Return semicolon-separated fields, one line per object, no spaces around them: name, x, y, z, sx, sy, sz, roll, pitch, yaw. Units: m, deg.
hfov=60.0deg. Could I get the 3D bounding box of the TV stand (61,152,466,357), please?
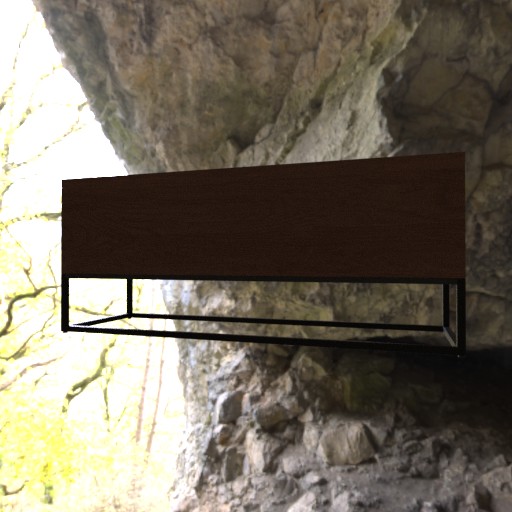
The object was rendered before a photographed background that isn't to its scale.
TV stand;0.000;0.000;1.454;1.200;0.500;0.415;0;-1;18
